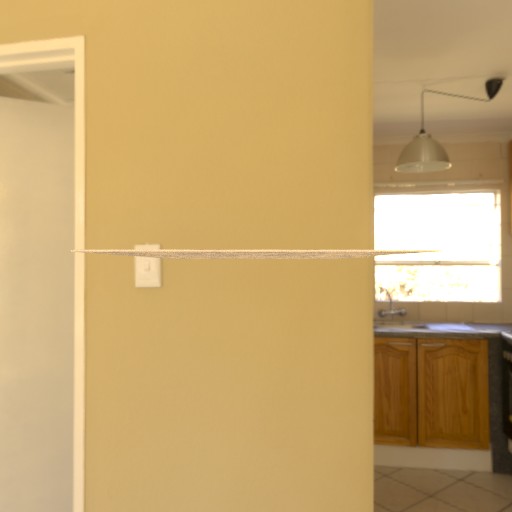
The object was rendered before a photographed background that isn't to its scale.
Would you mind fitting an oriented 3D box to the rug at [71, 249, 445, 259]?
[{"bbox_3d":[0.000,0.000,2.926,1.522,0.008,2.284,0,-1,0],"label":"rug"}]
